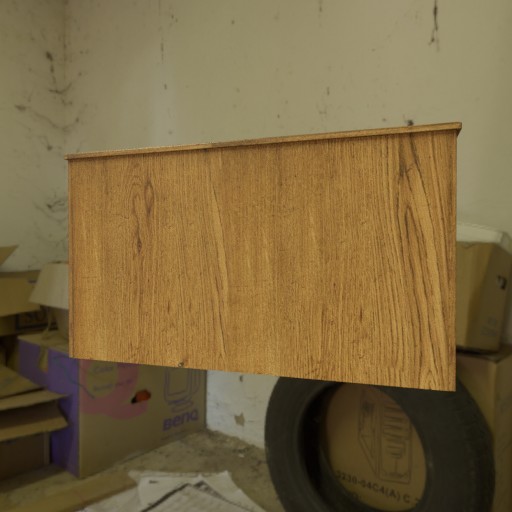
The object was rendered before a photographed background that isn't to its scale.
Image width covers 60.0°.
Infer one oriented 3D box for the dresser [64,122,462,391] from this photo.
[{"bbox_3d":[0.000,0.000,2.039,1.657,0.932,0.563,0,1,18],"label":"dresser"}]
